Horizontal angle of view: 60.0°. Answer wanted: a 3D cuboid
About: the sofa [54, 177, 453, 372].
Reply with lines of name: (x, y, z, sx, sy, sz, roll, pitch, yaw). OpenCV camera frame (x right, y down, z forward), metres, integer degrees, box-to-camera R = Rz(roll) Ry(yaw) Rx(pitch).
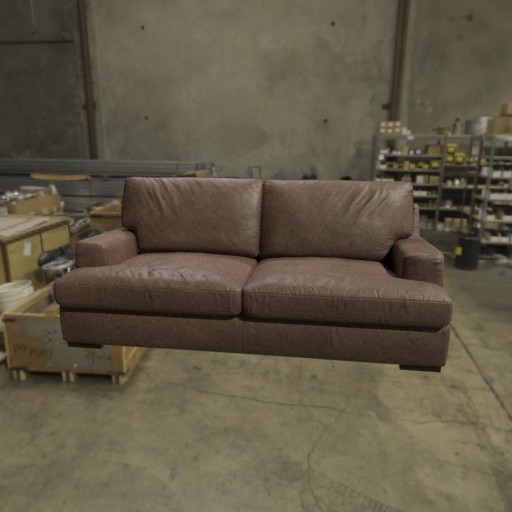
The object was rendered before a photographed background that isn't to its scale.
sofa: (0.000, 0.000, 2.874, 2.261, 0.941, 1.143, 2, 15, 8)
